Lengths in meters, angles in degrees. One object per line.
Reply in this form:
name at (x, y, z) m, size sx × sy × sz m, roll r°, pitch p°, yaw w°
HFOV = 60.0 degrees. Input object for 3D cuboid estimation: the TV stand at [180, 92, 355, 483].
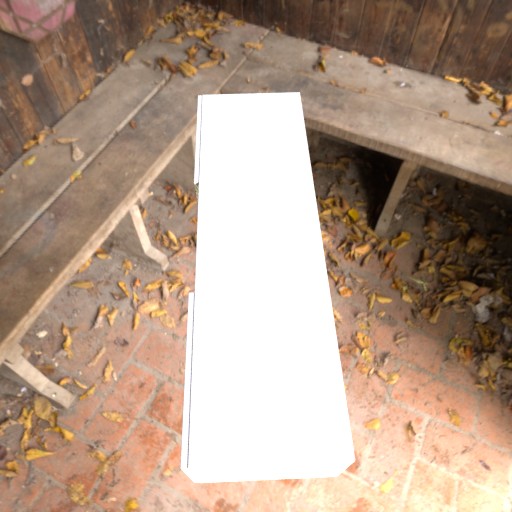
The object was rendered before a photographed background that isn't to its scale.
TV stand at (0.000, 0.000, 1.575) m, size 0.420 × 0.310 × 1.400 m, roll -2°, pitch 57°, yaw -1°
